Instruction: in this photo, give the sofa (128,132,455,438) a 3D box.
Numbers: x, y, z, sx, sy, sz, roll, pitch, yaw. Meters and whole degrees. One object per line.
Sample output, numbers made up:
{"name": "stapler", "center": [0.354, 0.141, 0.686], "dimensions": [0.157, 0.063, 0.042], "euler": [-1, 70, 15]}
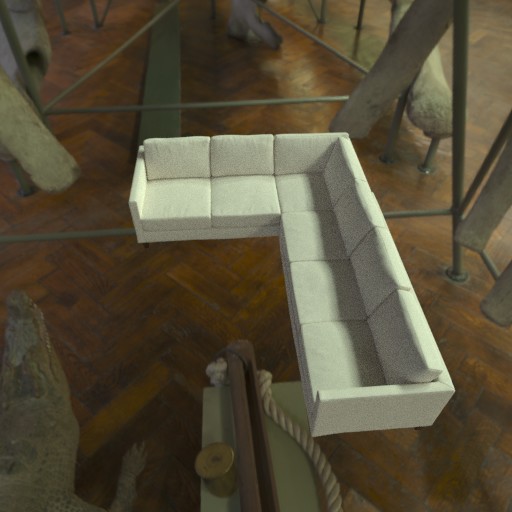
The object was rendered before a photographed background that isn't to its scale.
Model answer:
{"name": "sofa", "center": [0.000, 0.000, 4.145], "dimensions": [2.432, 0.863, 3.182], "euler": [-3, 46, -3]}
